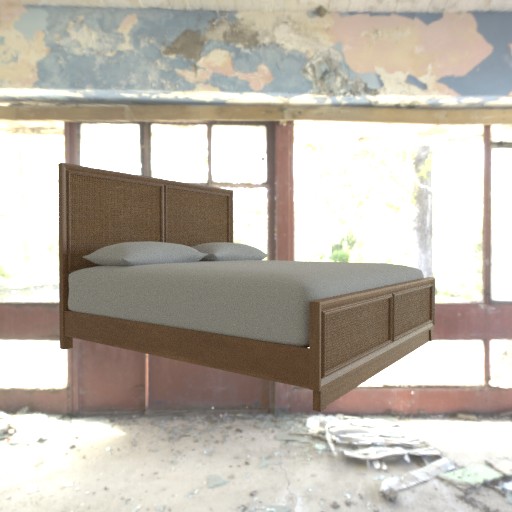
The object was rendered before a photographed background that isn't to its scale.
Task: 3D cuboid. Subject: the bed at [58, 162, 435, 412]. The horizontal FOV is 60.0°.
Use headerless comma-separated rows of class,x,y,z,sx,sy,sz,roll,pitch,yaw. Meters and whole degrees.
bed,0.000,0.000,3.474,2.184,1.387,2.003,1,2,36
